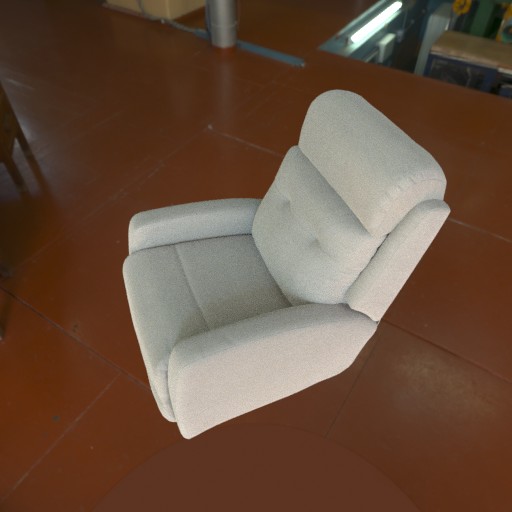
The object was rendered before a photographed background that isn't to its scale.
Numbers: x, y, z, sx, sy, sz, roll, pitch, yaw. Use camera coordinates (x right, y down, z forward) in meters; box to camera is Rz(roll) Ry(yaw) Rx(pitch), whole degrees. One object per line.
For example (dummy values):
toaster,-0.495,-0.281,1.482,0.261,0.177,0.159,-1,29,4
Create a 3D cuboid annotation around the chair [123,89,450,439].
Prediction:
chair,0.000,0.000,1.708,1.043,1.013,0.798,-17,50,-15
